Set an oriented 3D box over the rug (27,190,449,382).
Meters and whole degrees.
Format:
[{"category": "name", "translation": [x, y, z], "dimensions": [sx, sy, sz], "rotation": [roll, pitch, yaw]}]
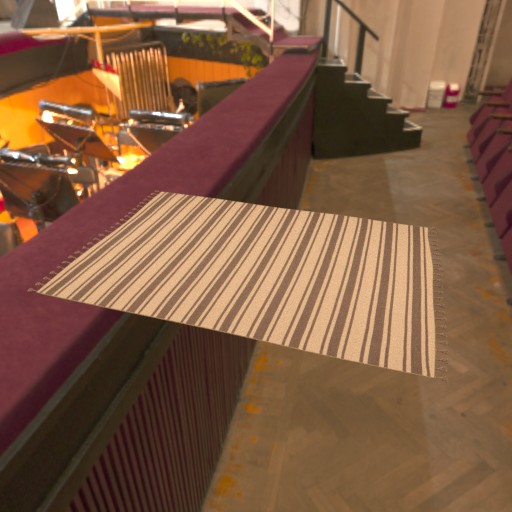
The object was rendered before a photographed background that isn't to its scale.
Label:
[{"category": "rug", "translation": [0.000, 0.000, 3.800], "dimensions": [3.040, 0.017, 2.030], "rotation": [9, 33, 15]}]
